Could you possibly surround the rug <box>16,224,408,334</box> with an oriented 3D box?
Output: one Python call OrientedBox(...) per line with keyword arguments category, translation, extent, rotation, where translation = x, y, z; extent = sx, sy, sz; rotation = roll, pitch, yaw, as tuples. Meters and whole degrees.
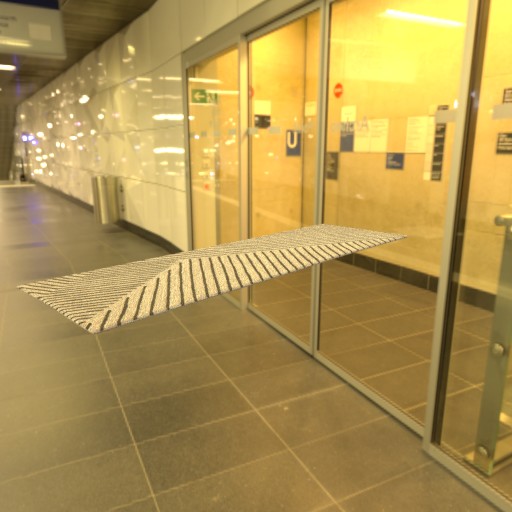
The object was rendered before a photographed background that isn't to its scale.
OrientedBox(category="rug", translation=(0.000, 0.000, 2.664), extent=(0.773, 0.020, 2.439), rotation=(13, 19, 42))
